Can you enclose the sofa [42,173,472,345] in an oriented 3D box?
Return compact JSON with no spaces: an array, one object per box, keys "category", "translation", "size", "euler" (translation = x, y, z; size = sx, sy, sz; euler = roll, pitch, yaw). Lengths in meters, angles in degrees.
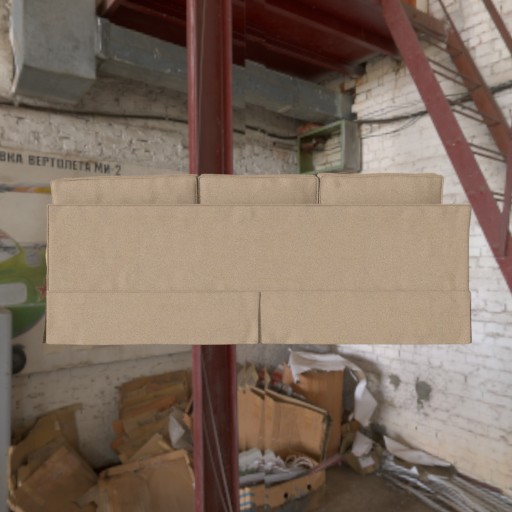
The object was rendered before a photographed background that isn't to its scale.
[{"category":"sofa","translation":[0.000,0.000,4.122],"size":[2.733,1.124,2.730],"euler":[0,0,0]}]
